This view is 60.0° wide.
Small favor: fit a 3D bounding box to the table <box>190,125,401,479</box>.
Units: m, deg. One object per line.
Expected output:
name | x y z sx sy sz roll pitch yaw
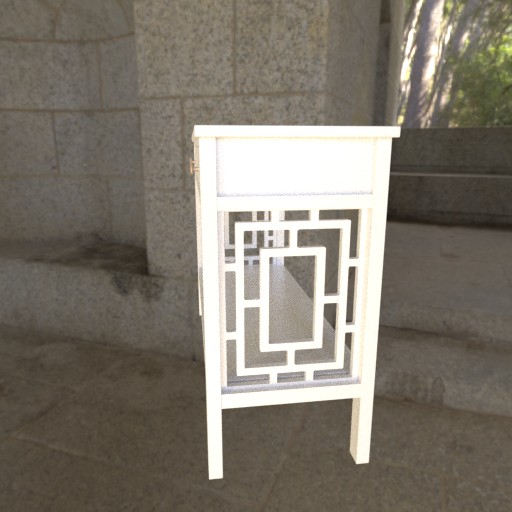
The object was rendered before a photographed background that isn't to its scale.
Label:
table | 0.000 0.000 1.411 0.397 0.753 1.068 -2 14 -8
